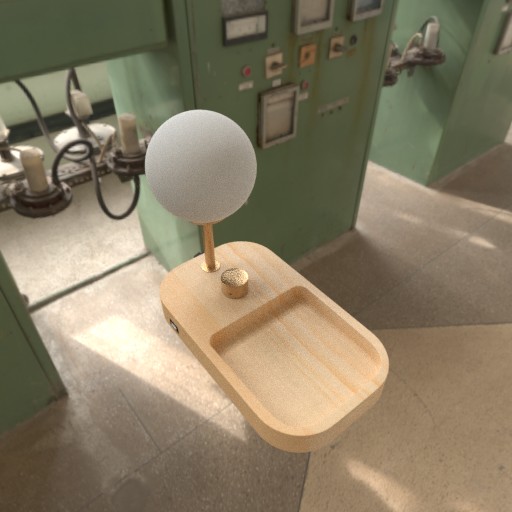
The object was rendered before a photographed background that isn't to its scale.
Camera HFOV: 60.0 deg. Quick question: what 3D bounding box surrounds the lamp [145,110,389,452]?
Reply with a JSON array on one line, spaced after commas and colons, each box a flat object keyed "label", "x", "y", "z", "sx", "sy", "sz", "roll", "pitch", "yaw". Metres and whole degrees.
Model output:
[{"label": "lamp", "x": 0.000, "y": 0.000, "z": 0.488, "sx": 0.173, "sy": 0.253, "sz": 0.331, "roll": -27, "pitch": 48, "yaw": -27}]
